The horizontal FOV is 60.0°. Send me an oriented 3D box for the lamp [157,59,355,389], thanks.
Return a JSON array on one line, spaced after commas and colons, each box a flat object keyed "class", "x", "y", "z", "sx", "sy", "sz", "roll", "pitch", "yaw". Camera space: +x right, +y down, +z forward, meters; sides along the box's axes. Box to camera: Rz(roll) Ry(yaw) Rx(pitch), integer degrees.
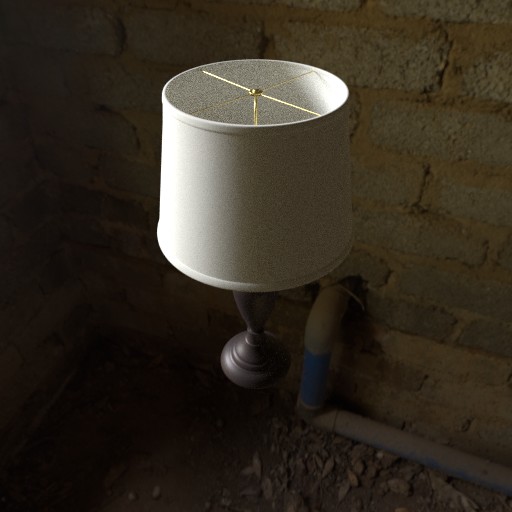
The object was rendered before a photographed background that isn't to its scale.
[{"class": "lamp", "x": 0.000, "y": 0.000, "z": 0.812, "sx": 0.335, "sy": 0.611, "sz": 0.335, "roll": 0, "pitch": 40, "yaw": 0}]
